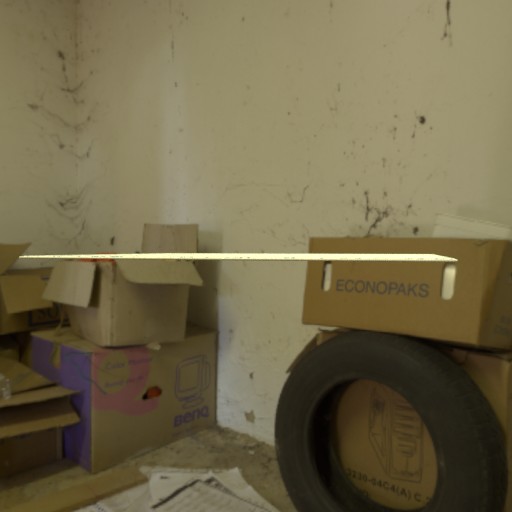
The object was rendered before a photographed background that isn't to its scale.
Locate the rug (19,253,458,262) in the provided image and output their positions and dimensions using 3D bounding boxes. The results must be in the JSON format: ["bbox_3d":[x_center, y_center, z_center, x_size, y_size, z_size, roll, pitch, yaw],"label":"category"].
[{"bbox_3d":[0.000,0.000,2.815,2.197,0.014,1.586,0,1,19],"label":"rug"}]
